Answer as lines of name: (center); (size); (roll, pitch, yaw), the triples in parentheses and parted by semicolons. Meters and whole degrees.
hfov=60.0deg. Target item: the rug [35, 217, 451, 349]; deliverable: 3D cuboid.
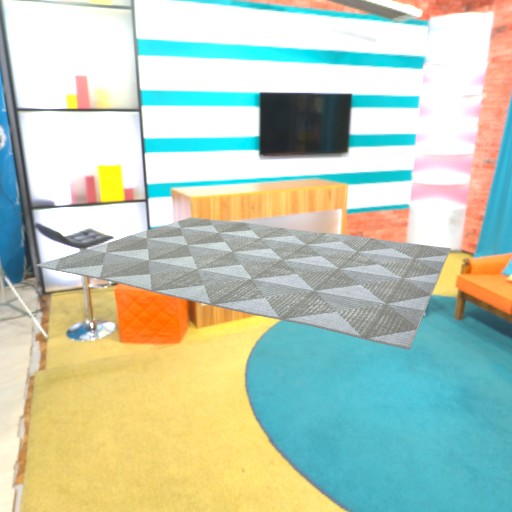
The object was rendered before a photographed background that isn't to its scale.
rug: (0.000, 0.000, 4.367); (3.333, 0.027, 2.428); (9, 19, 27)
